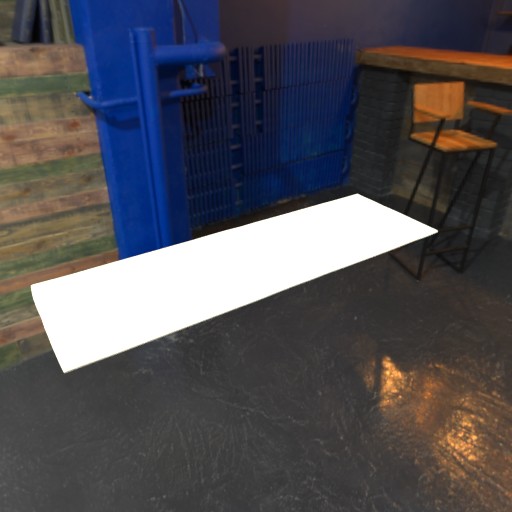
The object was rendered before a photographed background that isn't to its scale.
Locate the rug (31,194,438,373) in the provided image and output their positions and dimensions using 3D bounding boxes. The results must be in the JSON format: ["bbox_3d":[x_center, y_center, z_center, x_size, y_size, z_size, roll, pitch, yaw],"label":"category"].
[{"bbox_3d":[0.000,0.000,2.715,2.450,0.014,0.793,-18,35,-28],"label":"rug"}]
